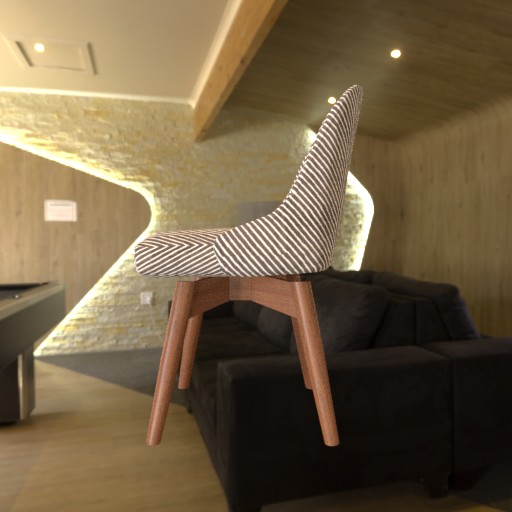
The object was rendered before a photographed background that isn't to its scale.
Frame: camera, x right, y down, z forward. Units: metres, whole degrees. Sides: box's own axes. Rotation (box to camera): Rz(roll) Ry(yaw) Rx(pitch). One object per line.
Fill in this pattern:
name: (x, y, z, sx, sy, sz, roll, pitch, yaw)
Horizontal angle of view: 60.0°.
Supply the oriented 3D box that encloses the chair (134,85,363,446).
chair: (0.000, 0.000, 1.260, 0.591, 0.883, 0.504, 0, 1, 0)
